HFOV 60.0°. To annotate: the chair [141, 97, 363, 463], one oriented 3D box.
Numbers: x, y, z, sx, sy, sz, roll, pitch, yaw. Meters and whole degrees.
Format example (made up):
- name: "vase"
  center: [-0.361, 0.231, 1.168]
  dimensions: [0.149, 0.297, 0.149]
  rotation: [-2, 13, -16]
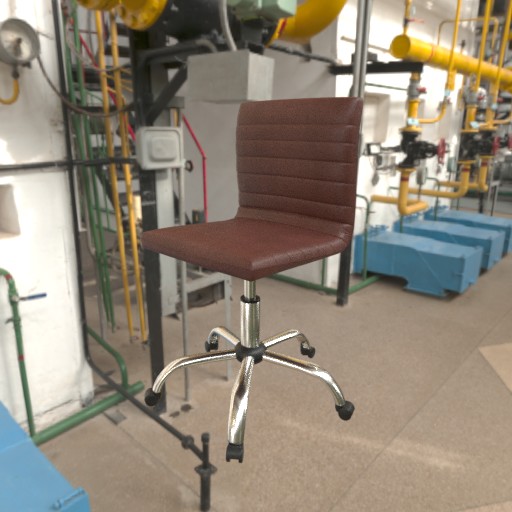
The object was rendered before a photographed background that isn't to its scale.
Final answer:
- name: "chair"
  center: [0.000, 0.000, 1.147]
  dimensions: [0.556, 0.780, 0.530]
  rotation: [15, 22, 41]
